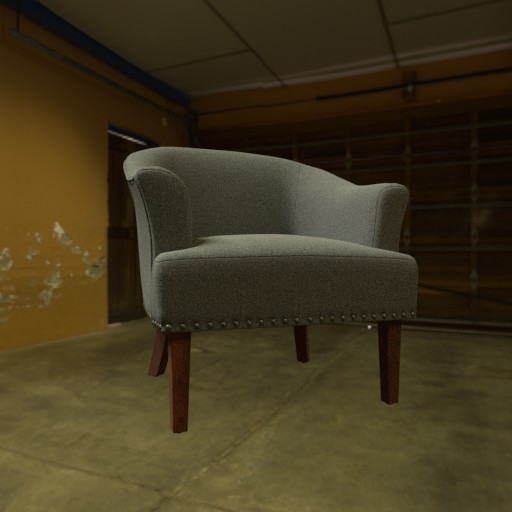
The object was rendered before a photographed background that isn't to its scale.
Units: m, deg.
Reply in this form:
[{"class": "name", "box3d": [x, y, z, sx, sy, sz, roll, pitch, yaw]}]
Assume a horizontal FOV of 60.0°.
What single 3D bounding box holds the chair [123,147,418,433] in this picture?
[{"class": "chair", "box3d": [0.000, 0.000, 1.403, 0.798, 0.815, 0.704, 0, 0, -20]}]
